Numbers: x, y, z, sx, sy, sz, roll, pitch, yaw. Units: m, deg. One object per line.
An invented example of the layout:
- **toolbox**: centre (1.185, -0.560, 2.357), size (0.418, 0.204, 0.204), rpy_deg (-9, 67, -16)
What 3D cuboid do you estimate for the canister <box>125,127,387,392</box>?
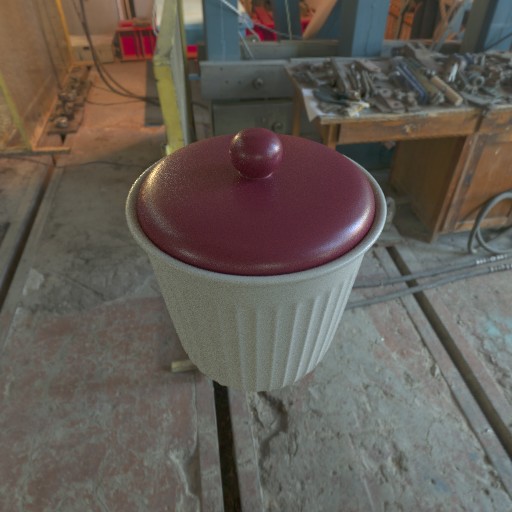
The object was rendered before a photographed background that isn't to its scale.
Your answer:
- **canister**: centre (0.000, 0.000, 0.352), size (0.181, 0.211, 0.181), rpy_deg (0, 41, 0)
